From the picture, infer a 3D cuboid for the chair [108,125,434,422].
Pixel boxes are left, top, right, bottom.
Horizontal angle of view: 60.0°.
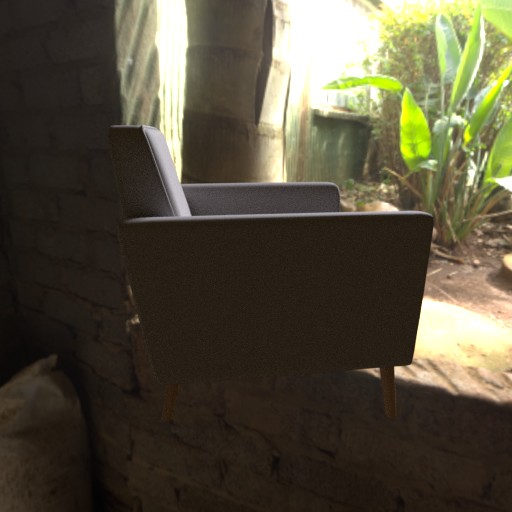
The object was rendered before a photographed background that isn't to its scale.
[{"bbox_3d":[0.000,0.000,1.391,0.750,0.780,0.780,-2,15,-8],"label":"chair"}]
